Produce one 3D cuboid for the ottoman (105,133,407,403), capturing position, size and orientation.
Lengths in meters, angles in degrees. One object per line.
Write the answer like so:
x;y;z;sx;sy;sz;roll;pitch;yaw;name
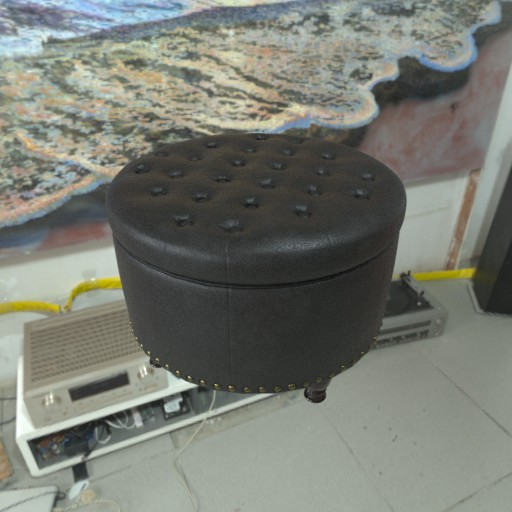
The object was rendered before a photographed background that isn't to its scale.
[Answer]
0.000;0.000;1.069;0.637;0.442;0.637;0;32;0;ottoman
